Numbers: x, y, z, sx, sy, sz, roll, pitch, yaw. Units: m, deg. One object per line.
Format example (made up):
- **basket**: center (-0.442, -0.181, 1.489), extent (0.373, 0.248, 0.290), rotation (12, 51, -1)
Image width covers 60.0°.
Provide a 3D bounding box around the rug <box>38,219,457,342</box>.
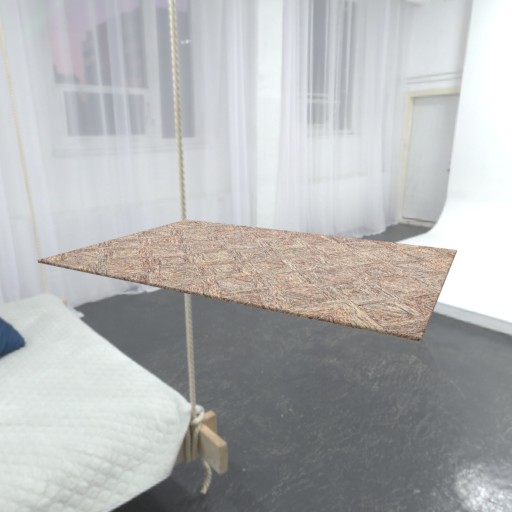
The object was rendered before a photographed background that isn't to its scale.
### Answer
- **rug**: center (0.000, 0.000, 2.890), extent (2.285, 0.019, 1.523), rotation (8, 18, 27)
